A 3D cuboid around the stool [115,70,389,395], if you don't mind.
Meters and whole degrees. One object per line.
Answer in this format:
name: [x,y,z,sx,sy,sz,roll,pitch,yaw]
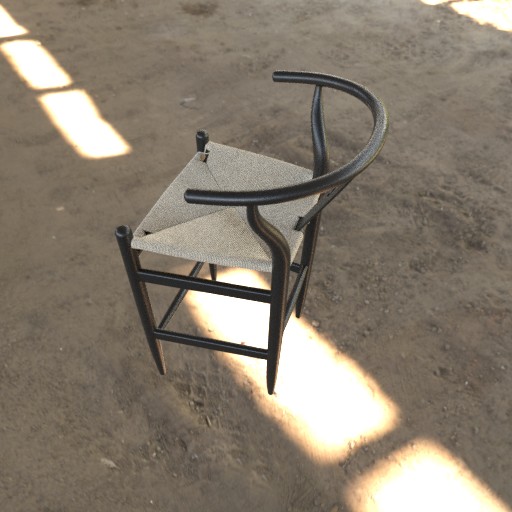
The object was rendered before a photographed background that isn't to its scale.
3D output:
stool: [0.000,0.000,1.331,0.579,0.970,0.569,15,49,13]
